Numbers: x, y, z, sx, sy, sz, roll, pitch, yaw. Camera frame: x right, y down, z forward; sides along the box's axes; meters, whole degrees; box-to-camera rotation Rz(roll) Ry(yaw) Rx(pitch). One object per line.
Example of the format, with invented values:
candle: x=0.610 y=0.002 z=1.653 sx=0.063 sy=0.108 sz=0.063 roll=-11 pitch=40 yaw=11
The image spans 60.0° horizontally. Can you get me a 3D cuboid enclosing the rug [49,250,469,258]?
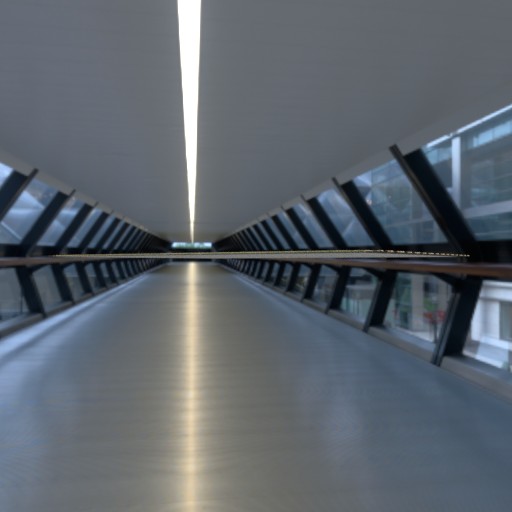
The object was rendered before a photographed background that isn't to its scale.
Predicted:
rug: x=0.000 y=0.000 z=2.292 sx=1.802 sy=0.008 sz=1.247 roll=-1 pitch=-1 yaw=36
